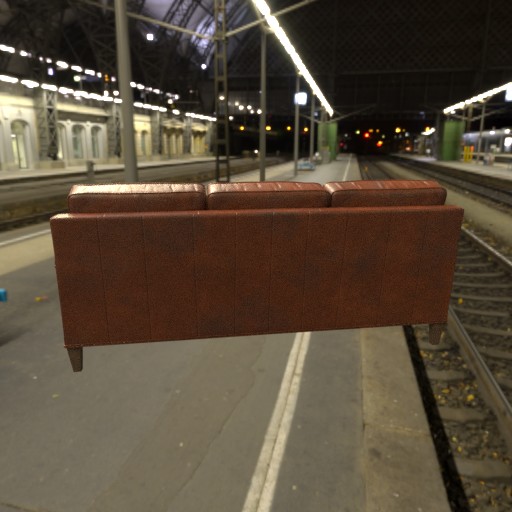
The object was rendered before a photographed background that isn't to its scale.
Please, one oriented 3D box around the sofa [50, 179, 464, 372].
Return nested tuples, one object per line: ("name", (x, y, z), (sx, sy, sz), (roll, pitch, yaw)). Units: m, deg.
("sofa", (0.000, 0.000, 2.855), (2.240, 1.003, 1.084), (-2, 14, -9))
